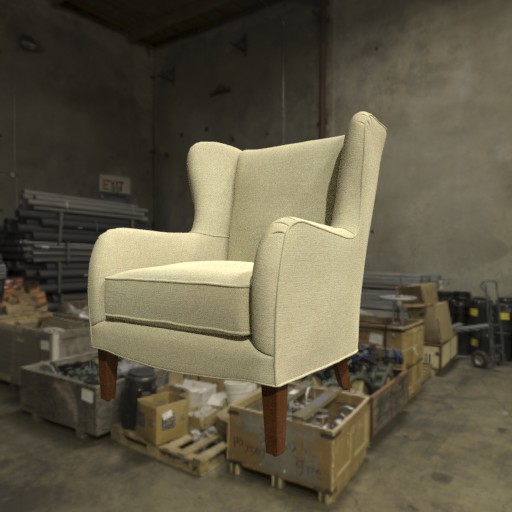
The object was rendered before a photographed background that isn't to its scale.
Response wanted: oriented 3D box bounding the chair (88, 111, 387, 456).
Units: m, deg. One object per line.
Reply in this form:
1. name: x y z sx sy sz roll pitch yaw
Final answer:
1. chair: 0.000 0.000 1.712 0.838 1.040 0.966 1 1 36
